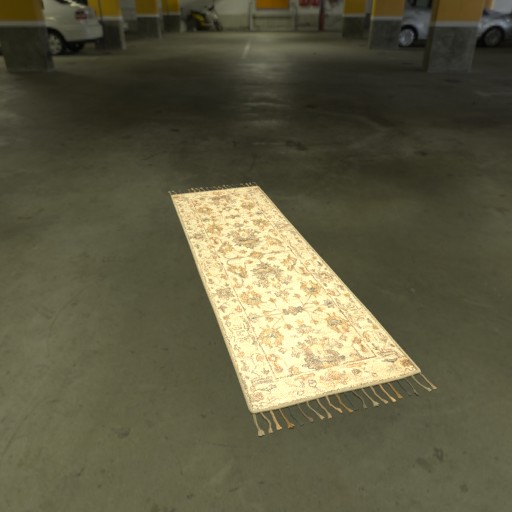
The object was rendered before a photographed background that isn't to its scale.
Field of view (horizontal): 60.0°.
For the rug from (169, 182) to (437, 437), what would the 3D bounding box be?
[{"bbox_3d":[0.000,0.000,2.623,0.729,0.021,2.438,-8,30,-15],"label":"rug"}]
